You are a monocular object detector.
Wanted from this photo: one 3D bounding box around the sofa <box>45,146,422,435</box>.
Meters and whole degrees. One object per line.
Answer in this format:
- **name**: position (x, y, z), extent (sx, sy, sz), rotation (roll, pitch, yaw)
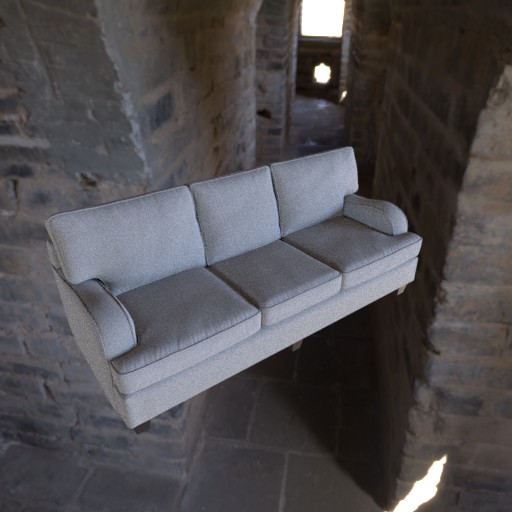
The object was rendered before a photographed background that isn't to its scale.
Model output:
- **sofa**: position (0.000, 0.000, 2.933), extent (2.323, 0.997, 1.016), rotation (-20, 36, -31)
